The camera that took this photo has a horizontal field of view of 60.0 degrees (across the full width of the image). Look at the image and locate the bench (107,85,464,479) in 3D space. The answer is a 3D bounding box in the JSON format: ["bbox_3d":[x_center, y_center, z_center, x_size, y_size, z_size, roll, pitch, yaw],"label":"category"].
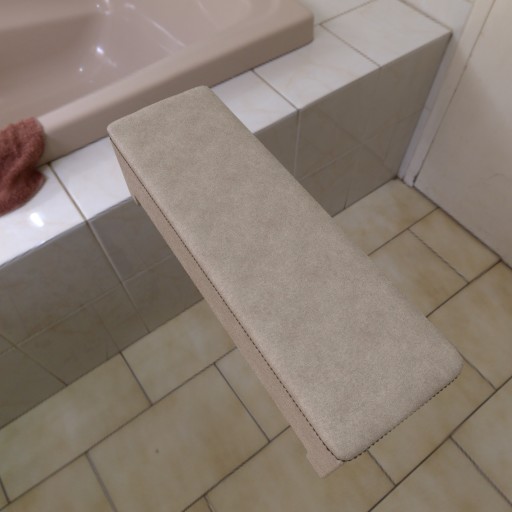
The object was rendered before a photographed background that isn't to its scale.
[{"bbox_3d":[0.000,0.000,1.664,0.470,0.447,1.482,-30,63,-17],"label":"bench"}]
